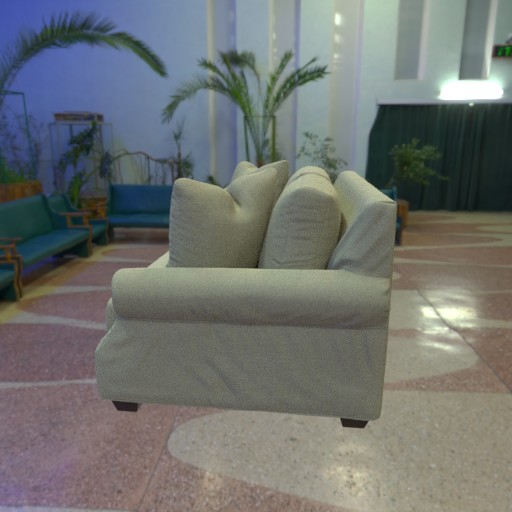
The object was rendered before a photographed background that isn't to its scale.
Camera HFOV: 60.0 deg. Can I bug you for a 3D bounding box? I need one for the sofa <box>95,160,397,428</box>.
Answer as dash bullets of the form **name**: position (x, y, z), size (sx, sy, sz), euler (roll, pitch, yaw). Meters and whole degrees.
- **sofa**: position (0.000, 0.000, 2.187), size (1.070, 0.905, 1.550), euler (2, 15, 7)
